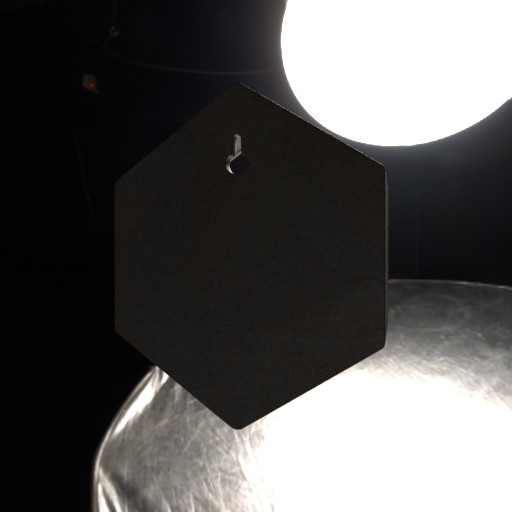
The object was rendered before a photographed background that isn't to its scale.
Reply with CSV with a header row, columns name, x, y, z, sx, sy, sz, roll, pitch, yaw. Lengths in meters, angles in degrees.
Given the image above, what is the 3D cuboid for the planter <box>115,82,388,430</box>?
name,x,y,z,sx,sy,sz,roll,pitch,yaw
planter,0.000,0.000,0.299,0.169,0.206,0.077,0,0,18
